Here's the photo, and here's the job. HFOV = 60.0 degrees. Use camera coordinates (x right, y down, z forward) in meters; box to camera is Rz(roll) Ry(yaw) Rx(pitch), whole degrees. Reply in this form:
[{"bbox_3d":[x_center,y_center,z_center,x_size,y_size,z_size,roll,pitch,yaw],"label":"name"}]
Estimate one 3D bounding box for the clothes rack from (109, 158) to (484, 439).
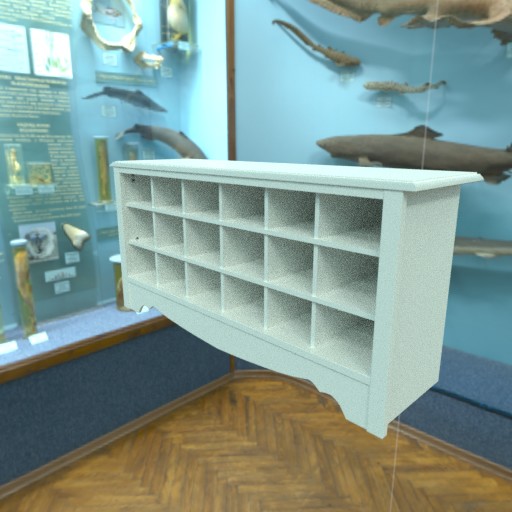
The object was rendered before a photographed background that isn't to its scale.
[{"bbox_3d":[0.000,0.000,1.328,0.324,0.531,1.120,-14,20,-43],"label":"clothes rack"}]
